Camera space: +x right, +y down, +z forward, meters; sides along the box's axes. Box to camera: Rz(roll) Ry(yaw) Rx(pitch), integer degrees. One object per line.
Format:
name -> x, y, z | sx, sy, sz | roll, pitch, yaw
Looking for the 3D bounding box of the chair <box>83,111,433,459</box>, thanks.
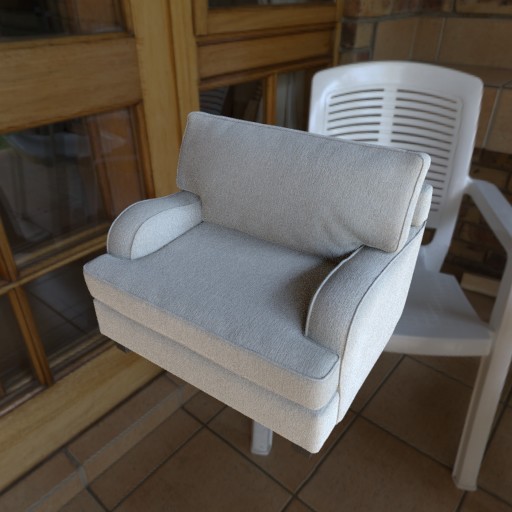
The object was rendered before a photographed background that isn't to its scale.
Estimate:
chair -> 0.000, 0.000, 2.010 | 1.220, 1.016, 1.041 | 20, 37, 28
